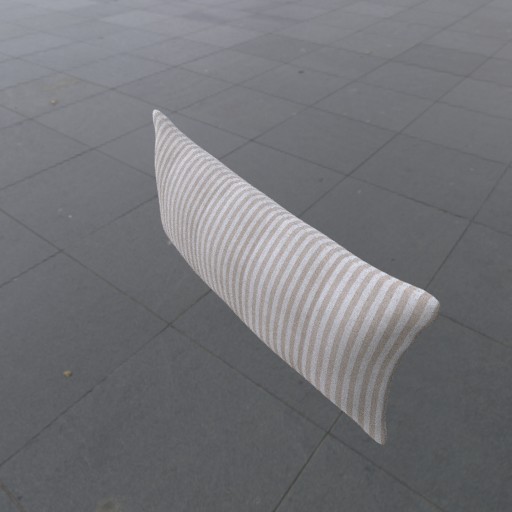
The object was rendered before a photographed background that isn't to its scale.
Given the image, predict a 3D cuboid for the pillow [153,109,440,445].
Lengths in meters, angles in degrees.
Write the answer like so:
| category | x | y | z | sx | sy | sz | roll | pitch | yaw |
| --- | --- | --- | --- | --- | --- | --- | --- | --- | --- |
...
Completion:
| category | x | y | z | sx | sy | sz | roll | pitch | yaw |
| --- | --- | --- | --- | --- | --- | --- | --- | --- | --- |
| pillow | 0.000 | 0.000 | 0.726 | 0.151 | 0.295 | 0.617 | -26 | 47 | -27 |
